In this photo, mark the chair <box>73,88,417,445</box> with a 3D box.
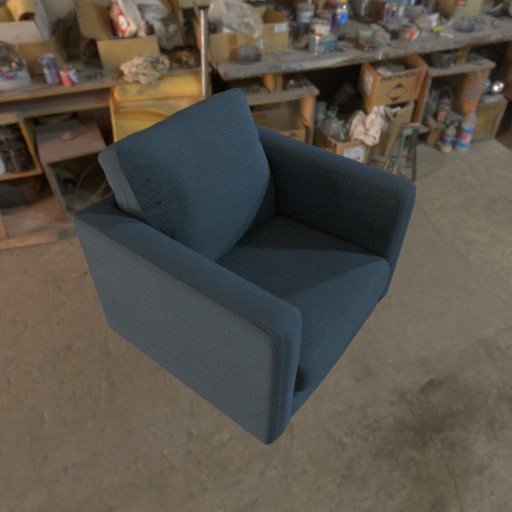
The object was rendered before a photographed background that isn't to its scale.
[{"bbox_3d":[0.000,0.000,1.586,0.820,0.922,0.855,27,49,27],"label":"chair"}]
